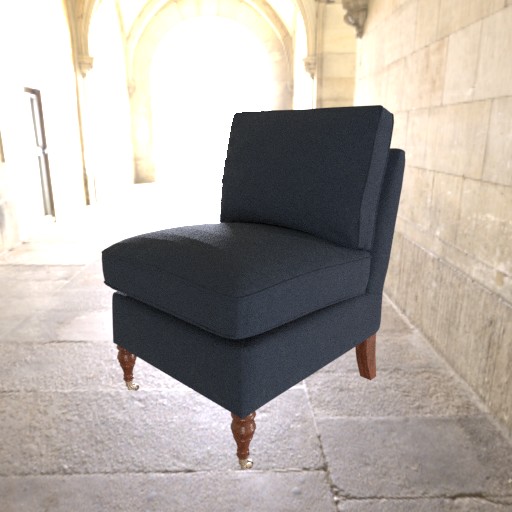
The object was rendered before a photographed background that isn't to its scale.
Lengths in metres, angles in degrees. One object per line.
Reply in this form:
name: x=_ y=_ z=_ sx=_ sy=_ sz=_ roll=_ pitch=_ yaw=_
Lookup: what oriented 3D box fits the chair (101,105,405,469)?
chair: x=0.000 y=0.000 z=1.638 sx=0.724 sy=1.052 sz=0.912 roll=14 pitch=21 yaw=41
